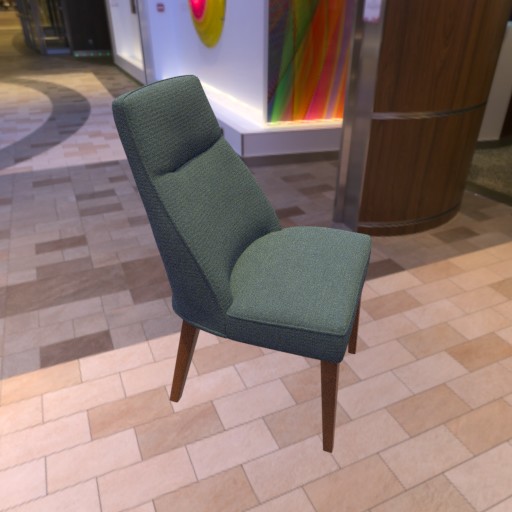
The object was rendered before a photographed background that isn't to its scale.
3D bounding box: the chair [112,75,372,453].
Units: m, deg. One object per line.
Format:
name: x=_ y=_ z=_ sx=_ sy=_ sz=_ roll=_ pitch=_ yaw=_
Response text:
chair: x=0.000 y=0.000 z=1.292 sx=0.620 sy=0.930 sz=0.500 roll=10 pitch=32 yaw=17
